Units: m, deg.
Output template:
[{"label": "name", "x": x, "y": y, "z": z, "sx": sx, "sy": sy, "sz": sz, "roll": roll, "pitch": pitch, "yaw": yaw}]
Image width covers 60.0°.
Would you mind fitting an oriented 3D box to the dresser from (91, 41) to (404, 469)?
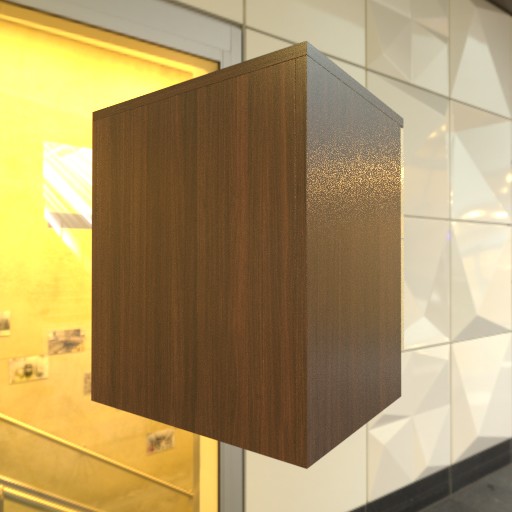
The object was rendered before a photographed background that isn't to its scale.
[{"label": "dresser", "x": 0.000, "y": 0.000, "z": 0.749, "sx": 0.400, "sy": 0.470, "sz": 0.360, "roll": 0, "pitch": -1, "yaw": 36}]
